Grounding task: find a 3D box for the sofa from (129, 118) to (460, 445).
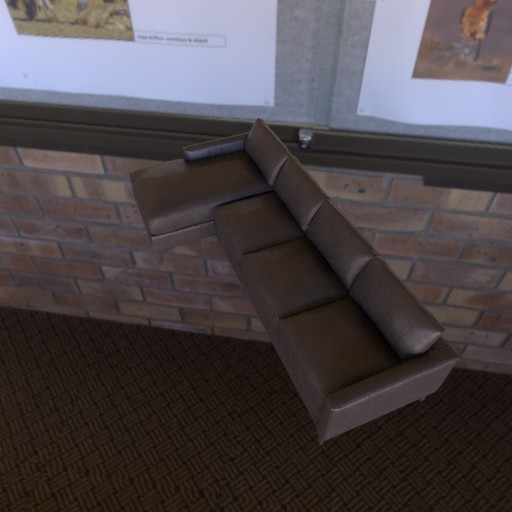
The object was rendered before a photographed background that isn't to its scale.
[{"bbox_3d":[0.000,0.000,3.625,1.471,0.859,2.993,-17,48,-16],"label":"sofa"}]
